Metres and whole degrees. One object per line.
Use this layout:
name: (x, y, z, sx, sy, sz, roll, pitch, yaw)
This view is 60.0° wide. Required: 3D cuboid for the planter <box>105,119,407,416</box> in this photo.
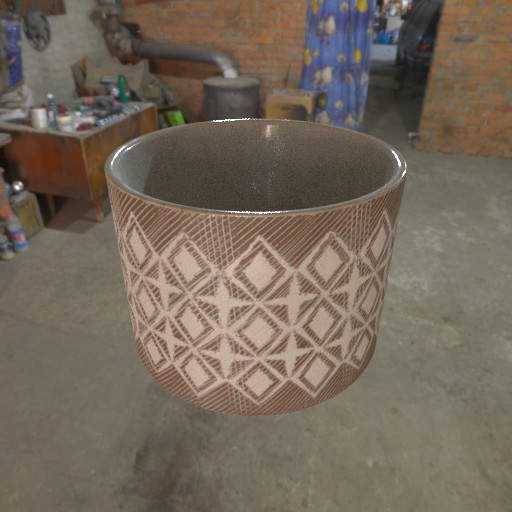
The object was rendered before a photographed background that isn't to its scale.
planter: (0.000, 0.000, 0.219, 0.126, 0.104, 0.126, 0, 30, 0)
